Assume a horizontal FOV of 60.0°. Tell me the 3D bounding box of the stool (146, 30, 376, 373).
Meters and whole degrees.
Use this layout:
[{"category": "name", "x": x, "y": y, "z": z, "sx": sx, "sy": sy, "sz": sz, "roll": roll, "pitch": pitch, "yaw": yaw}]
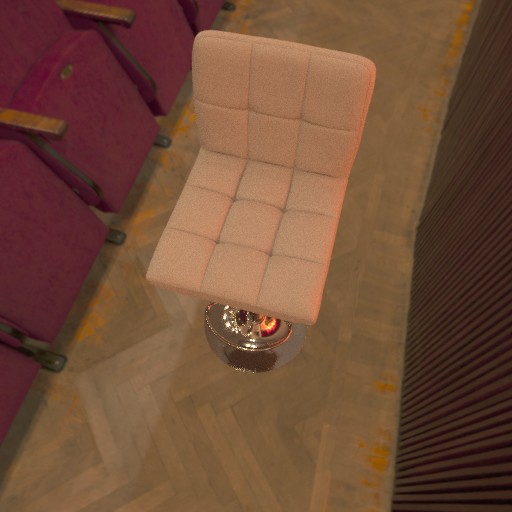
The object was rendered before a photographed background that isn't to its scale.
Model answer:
[{"category": "stool", "x": 0.000, "y": 0.000, "z": 1.343, "sx": 0.430, "sy": 1.115, "sz": 0.505, "roll": 13, "pitch": 62, "yaw": 7}]
